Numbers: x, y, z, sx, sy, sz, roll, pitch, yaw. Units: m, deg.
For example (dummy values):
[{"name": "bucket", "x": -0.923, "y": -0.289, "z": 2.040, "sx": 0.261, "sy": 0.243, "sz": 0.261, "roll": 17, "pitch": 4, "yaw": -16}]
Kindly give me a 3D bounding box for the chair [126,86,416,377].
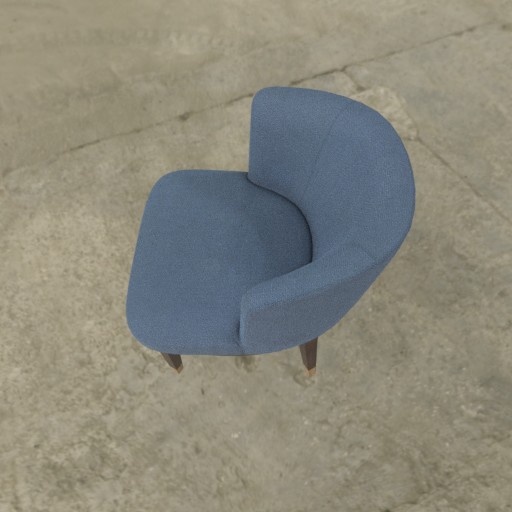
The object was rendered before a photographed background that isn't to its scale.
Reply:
[{"name": "chair", "x": 0.000, "y": 0.000, "z": 1.308, "sx": 0.702, "sy": 0.760, "sz": 0.661, "roll": 1, "pitch": 58, "yaw": 1}]
